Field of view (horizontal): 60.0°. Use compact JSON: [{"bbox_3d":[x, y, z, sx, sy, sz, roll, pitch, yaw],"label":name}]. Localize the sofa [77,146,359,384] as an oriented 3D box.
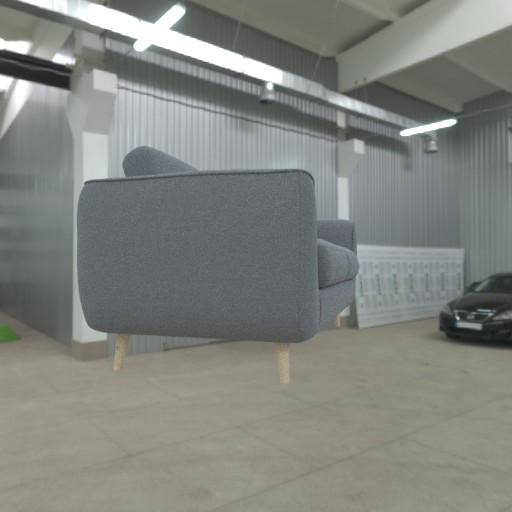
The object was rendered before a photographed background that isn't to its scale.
[{"bbox_3d":[0.000,0.000,2.195,0.920,0.850,1.700,0,-1,17],"label":"sofa"}]
